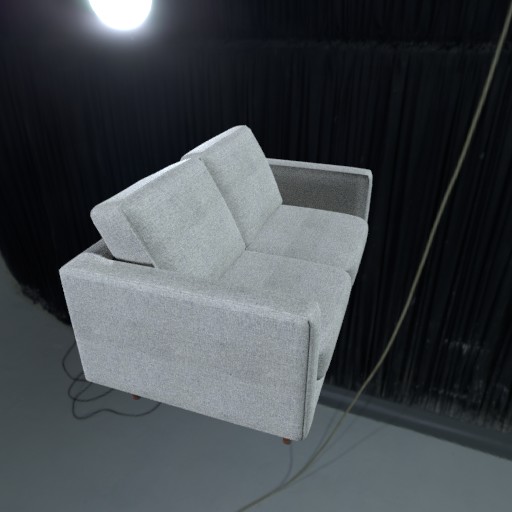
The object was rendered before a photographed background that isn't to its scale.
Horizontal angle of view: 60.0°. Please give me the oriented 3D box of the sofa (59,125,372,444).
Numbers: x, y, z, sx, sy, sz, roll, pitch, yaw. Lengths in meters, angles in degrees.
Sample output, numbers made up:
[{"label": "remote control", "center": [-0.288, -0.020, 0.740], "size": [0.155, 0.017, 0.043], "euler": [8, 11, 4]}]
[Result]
[{"label": "sofa", "center": [0.000, 0.000, 2.196], "size": [0.969, 0.973, 1.527], "euler": [10, 30, 17]}]
